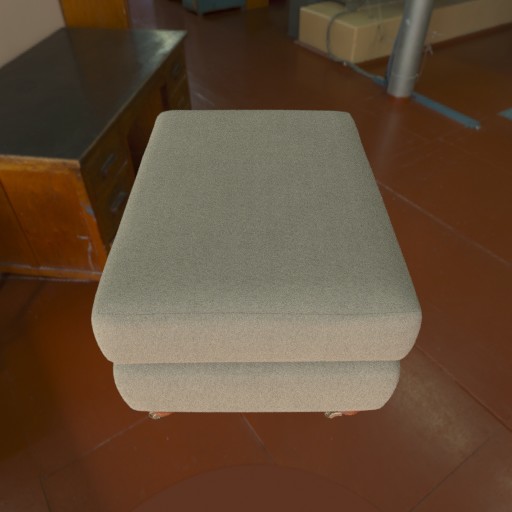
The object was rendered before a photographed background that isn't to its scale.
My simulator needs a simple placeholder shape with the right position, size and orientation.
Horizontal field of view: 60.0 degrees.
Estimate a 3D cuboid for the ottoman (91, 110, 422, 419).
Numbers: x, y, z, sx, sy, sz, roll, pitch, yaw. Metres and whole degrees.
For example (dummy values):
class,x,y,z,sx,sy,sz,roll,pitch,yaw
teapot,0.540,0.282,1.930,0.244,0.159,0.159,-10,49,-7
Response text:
class,x,y,z,sx,sy,sz,roll,pitch,yaw
ottoman,0.000,0.000,1.123,0.569,0.504,0.773,0,43,0
